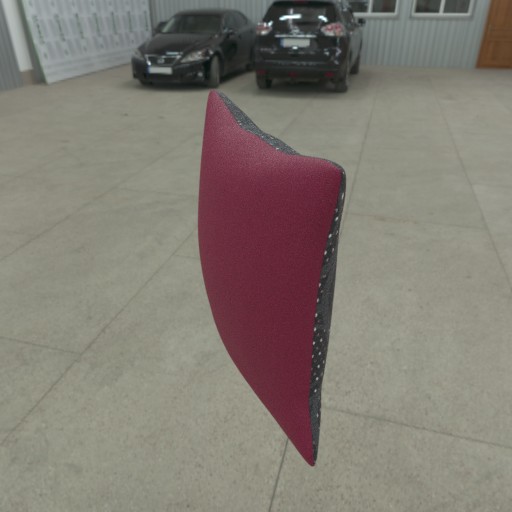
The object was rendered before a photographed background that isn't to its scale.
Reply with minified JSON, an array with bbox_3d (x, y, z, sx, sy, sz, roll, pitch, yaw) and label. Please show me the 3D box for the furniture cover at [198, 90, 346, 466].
[{"bbox_3d":[0.000,0.000,0.827,0.193,0.509,0.552,-10,31,-17],"label":"furniture cover"}]
